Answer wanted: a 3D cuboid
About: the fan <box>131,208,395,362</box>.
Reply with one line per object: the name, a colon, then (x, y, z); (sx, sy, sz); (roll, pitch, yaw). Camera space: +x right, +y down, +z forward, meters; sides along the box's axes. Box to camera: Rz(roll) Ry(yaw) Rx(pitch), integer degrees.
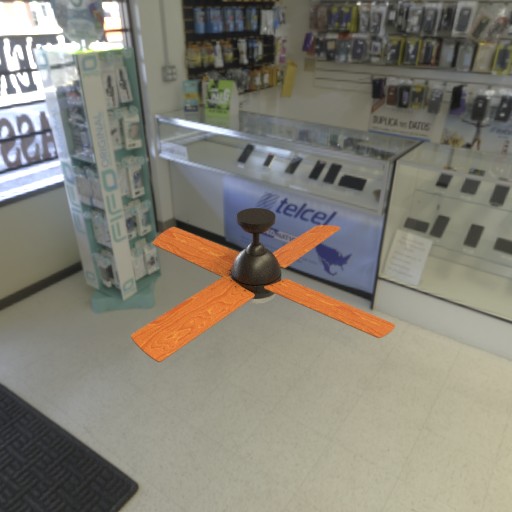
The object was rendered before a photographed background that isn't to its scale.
fan: (0.000, 0.000, 2.025); (1.332, 0.403, 1.332); (22, 36, 33)
